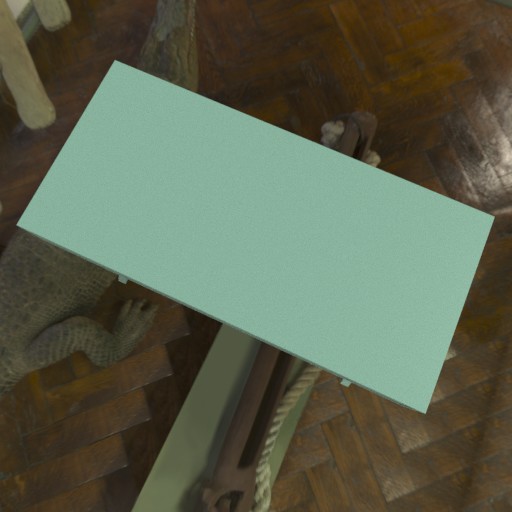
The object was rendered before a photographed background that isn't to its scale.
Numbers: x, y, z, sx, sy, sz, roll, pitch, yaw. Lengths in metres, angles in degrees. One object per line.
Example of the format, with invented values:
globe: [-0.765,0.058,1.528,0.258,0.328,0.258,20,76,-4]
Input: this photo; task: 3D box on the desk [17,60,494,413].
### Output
desk: [0.000,0.000,1.465,1.059,0.780,0.509,24,78,5]
